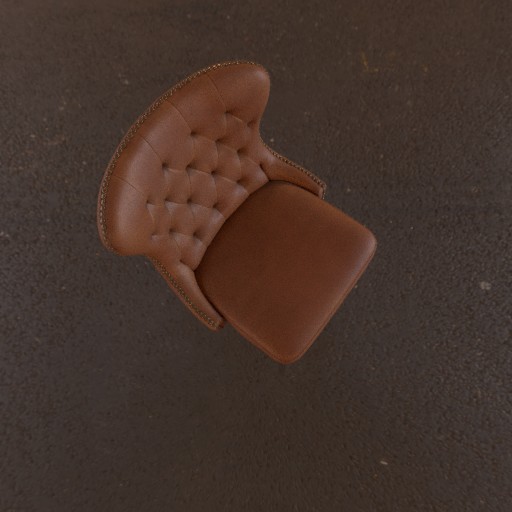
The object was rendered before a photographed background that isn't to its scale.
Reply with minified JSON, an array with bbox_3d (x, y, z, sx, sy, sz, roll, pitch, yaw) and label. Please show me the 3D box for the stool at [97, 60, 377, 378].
[{"bbox_3d":[0.000,0.000,1.328,0.593,0.971,0.528,36,77,9],"label":"stool"}]
